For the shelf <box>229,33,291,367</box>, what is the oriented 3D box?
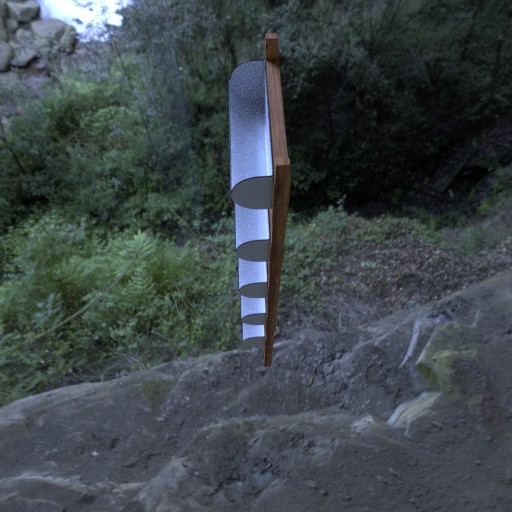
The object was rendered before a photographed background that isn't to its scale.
[{"bbox_3d":[0.000,0.000,1.760,0.141,1.600,0.454,-2,61,-1],"label":"shelf"}]
